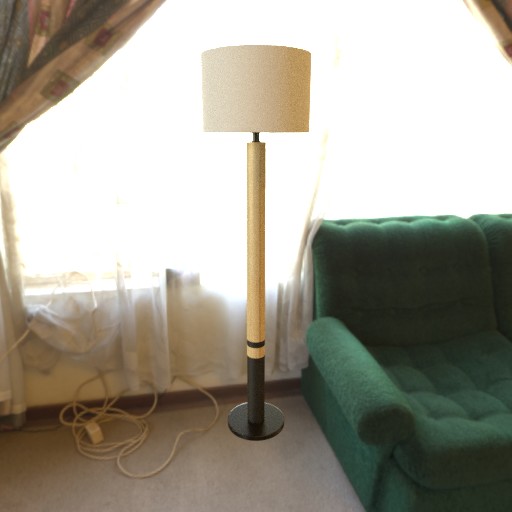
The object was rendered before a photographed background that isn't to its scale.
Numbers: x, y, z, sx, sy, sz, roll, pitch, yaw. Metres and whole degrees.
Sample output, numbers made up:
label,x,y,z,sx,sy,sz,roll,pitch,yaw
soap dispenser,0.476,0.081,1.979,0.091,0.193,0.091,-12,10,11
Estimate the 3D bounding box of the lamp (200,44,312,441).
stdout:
label,x,y,z,sx,sy,sz,roll,pitch,yaw
lamp,0.000,0.000,1.709,0.381,1.478,0.381,-8,17,-27
